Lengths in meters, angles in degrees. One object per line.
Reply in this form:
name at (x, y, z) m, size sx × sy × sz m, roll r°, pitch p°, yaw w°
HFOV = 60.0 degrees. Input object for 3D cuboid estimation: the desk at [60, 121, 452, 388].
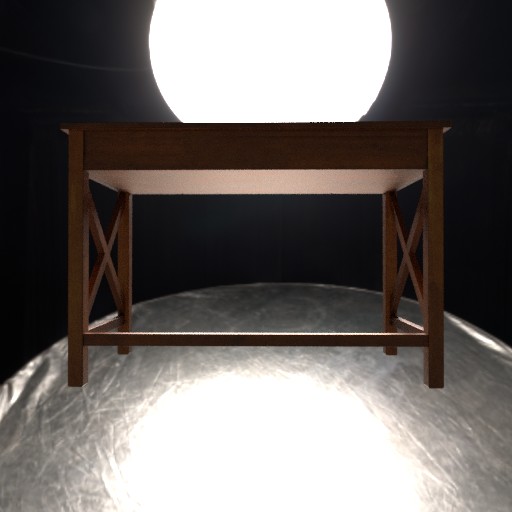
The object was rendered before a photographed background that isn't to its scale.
desk at (0.000, 0.000, 1.514) m, size 1.117 × 0.762 × 0.508 m, roll 0°, pitch 0°, yaw 1°
